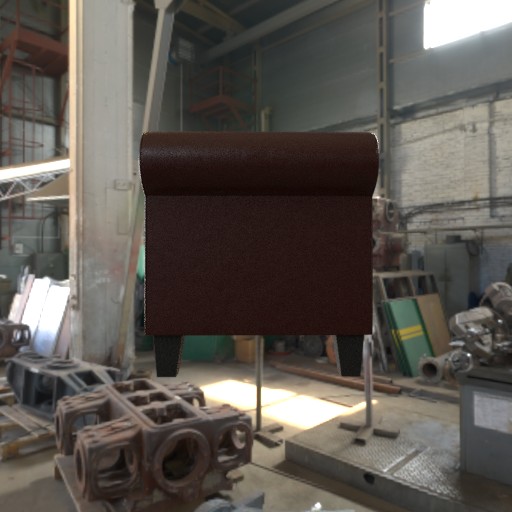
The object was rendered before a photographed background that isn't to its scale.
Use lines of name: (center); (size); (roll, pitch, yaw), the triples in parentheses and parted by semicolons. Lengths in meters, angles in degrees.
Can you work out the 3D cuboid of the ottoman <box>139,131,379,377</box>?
ottoman: (0.000, 0.000, 1.547); (0.521, 0.547, 1.256); (0, 0, -1)
